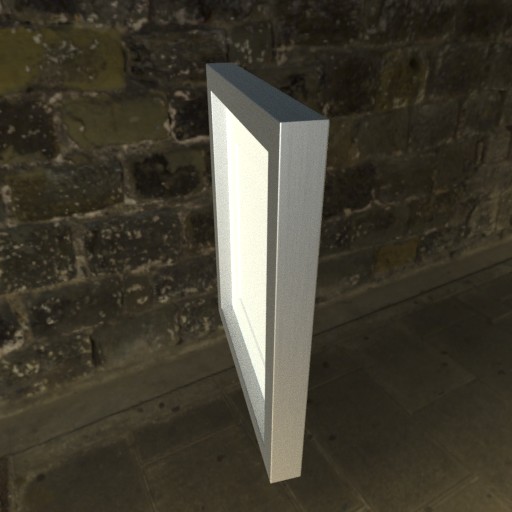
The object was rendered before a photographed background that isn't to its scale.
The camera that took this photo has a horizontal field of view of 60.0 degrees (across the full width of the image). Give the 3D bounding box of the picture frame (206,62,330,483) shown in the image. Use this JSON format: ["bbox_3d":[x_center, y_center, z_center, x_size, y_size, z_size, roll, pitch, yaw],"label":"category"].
[{"bbox_3d":[0.000,0.000,0.383,0.036,0.282,0.233,-7,31,-12],"label":"picture frame"}]
